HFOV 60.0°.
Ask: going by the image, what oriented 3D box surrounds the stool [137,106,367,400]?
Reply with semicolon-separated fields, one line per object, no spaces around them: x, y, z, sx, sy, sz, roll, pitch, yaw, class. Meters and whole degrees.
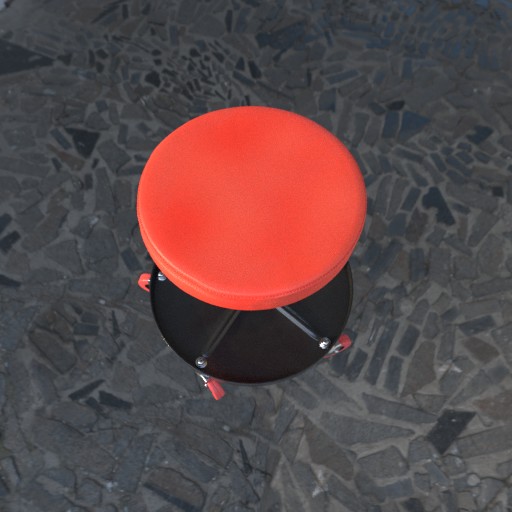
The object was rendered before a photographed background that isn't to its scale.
0.000;0.000;0.682;0.381;0.365;0.382;34;68;15;stool
